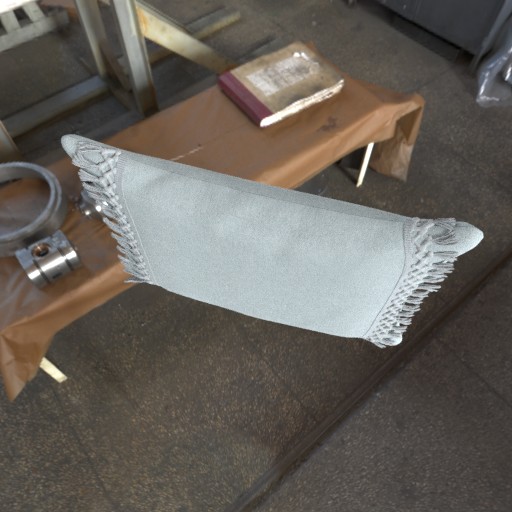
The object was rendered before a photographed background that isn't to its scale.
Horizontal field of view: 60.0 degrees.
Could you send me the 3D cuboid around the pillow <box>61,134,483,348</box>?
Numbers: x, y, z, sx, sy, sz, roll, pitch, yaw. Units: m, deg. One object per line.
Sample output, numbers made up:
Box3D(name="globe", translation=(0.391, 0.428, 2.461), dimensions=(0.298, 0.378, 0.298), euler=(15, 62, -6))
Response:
Box3D(name="pillow", translation=(0.000, 0.000, 0.591), dimensions=(0.466, 0.305, 0.084), euler=(14, 59, 9))
